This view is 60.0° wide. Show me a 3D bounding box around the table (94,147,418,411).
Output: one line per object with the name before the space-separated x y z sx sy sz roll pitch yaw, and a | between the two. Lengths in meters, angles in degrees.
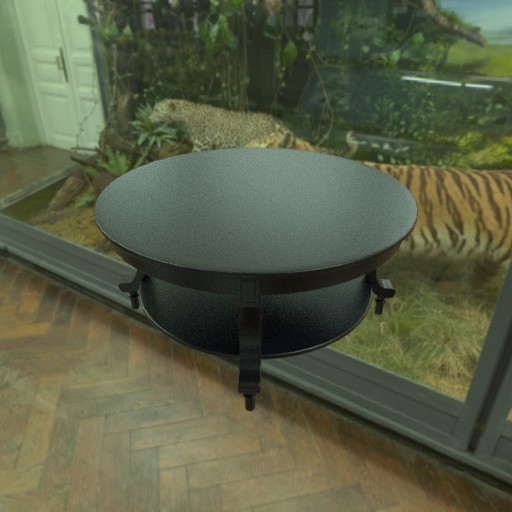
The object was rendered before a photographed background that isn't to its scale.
table | 0.000 0.000 1.587 1.029 0.491 1.029 0 30 0
